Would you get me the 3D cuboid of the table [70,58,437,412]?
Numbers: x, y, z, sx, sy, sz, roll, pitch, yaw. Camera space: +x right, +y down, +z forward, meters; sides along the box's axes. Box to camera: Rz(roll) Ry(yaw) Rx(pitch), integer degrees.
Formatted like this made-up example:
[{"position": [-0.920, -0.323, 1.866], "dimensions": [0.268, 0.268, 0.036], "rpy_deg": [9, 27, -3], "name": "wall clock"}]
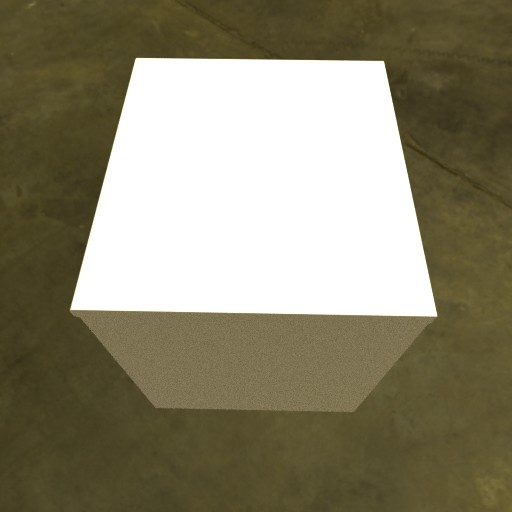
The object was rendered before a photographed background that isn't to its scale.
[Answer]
[{"position": [0.000, 0.000, 0.762], "dimensions": [0.380, 0.460, 0.420], "rpy_deg": [1, 58, 1], "name": "table"}]
